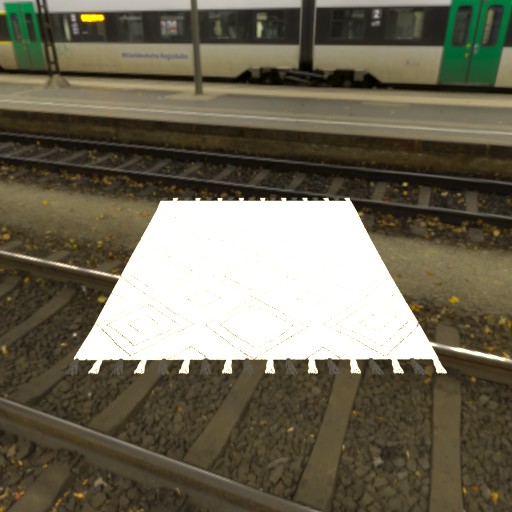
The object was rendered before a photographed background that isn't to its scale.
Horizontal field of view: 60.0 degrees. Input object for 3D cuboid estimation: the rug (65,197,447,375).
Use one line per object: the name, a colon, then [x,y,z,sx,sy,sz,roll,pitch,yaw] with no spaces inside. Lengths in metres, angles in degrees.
rug: [0.000,0.000,4.145,2.342,0.026,3.221,0,27,0]
